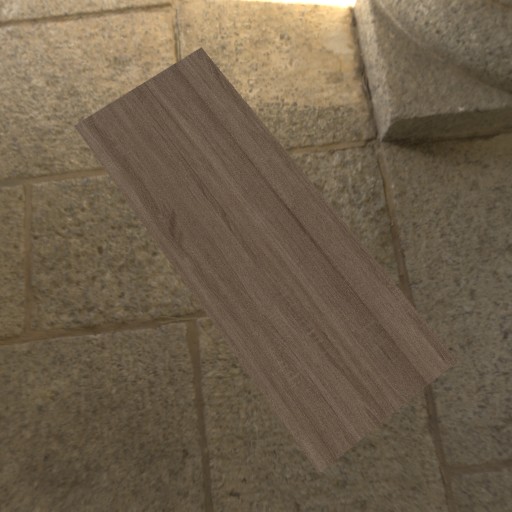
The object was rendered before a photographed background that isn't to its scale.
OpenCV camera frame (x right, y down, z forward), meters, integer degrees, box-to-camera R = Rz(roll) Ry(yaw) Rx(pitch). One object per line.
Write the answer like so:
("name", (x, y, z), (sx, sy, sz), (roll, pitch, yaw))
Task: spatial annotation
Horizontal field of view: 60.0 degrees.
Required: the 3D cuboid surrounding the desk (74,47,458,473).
("desk", (0.000, 0.000, 2.153), (0.690, 0.760, 1.700), (-35, 79, -8))
